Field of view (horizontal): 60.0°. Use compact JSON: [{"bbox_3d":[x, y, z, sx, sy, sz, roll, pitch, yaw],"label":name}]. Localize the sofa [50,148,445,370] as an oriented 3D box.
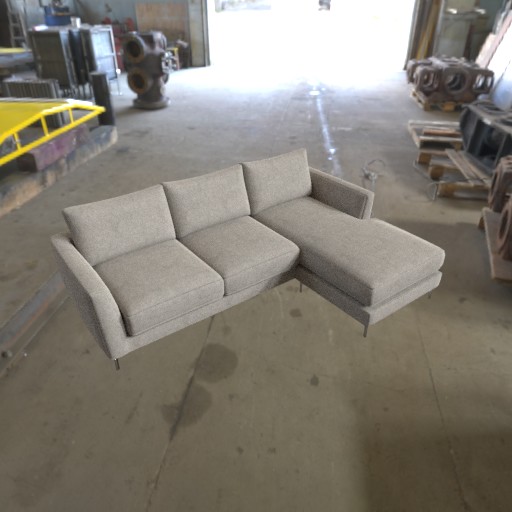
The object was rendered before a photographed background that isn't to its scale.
[{"bbox_3d":[0.000,0.000,3.235,2.438,0.864,1.626,-21,37,-31],"label":"sofa"}]
